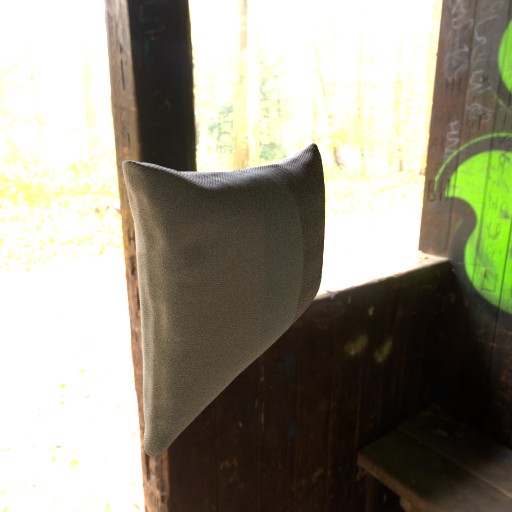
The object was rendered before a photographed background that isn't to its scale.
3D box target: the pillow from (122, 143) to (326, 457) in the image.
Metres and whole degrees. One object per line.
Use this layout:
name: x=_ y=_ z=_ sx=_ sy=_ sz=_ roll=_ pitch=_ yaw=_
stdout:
pillow: x=0.000 y=0.000 z=0.633 sx=0.139 sy=0.305 sz=0.506 roll=7 pitch=17 yaw=25
